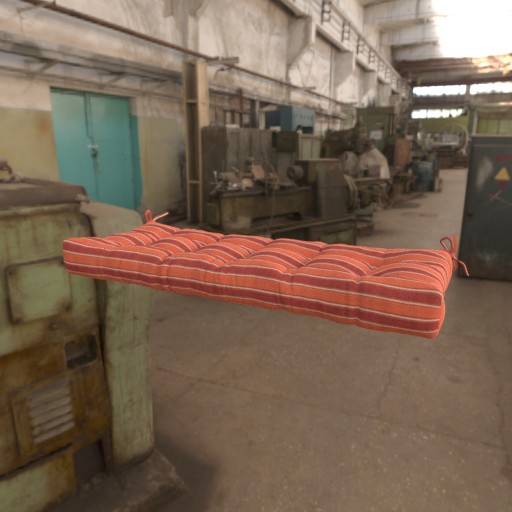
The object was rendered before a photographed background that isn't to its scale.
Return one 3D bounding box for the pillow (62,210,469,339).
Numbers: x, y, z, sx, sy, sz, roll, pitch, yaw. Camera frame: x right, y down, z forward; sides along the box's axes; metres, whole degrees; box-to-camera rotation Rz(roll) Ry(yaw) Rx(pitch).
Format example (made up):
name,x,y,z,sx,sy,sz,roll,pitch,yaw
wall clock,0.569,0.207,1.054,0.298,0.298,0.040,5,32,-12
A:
name,x,y,z,sx,sy,sz,roll,pitch,yaw
pillow,0.000,0.000,1.372,1.194,0.174,0.511,7,16,25
